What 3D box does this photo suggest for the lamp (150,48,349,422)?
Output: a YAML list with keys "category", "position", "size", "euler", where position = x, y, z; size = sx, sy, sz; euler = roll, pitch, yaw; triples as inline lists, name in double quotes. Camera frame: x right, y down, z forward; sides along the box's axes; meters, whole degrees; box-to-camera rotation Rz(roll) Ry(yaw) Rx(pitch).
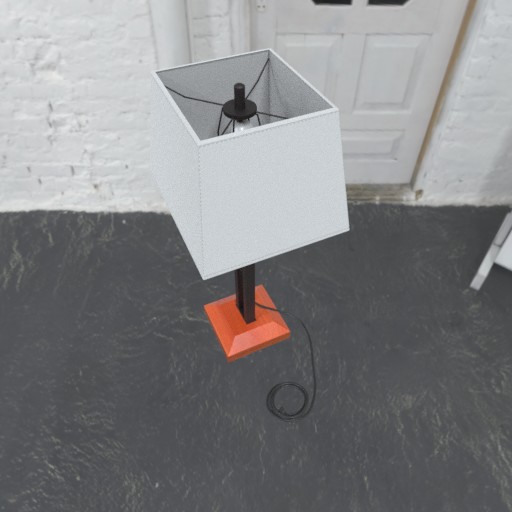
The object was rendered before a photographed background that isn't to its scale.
- category: "lamp"
  position: [0.000, 0.000, 0.988]
  size: [0.310, 0.737, 0.498]
  euler: [-18, 50, -16]
